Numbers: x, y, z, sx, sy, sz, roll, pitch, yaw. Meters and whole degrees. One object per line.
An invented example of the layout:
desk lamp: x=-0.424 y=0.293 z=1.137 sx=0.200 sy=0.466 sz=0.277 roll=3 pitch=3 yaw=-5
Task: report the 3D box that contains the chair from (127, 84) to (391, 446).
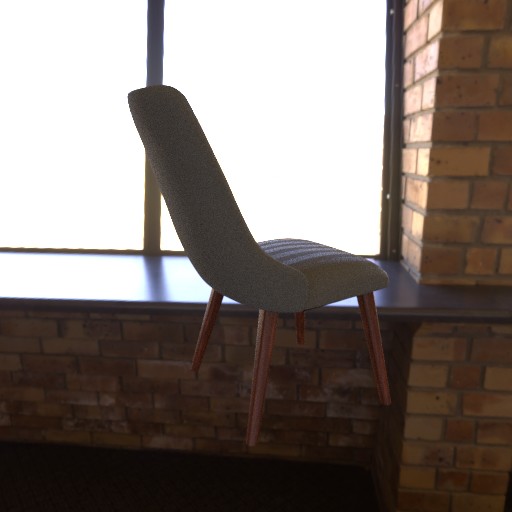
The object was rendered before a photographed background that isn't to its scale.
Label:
chair: x=0.000 y=0.000 z=1.355 sx=0.707 sy=0.918 sz=0.535 roll=-7 pitch=15 yaw=-25
